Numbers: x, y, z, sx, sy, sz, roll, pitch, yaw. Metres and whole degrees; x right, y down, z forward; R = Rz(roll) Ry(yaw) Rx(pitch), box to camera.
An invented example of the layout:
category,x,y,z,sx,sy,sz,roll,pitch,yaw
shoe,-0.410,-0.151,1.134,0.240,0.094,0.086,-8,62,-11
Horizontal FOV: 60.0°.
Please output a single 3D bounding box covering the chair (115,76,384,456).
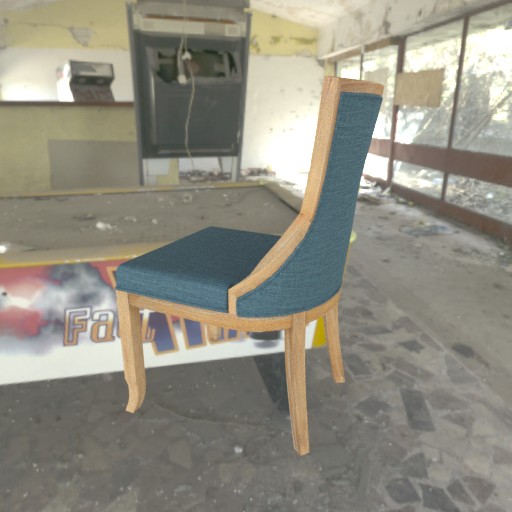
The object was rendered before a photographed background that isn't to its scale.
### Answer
category,x,y,z,sx,sy,sz,roll,pitch,yaw
chair,0.000,0.000,1.312,0.641,0.947,0.524,9,20,25
